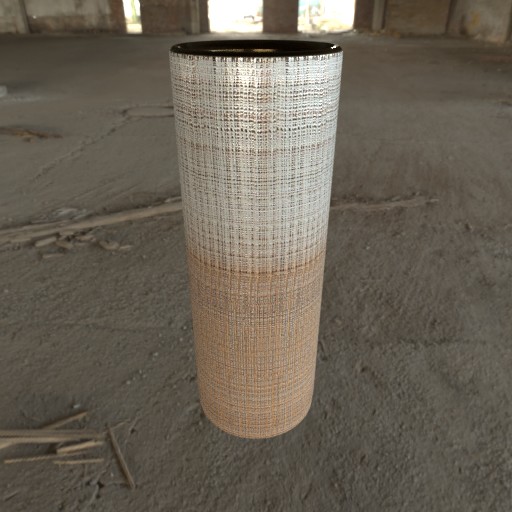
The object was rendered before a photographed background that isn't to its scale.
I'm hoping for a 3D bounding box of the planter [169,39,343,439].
[{"bbox_3d":[0.000,0.000,0.322,0.099,0.278,0.099,2,29,3],"label":"planter"}]
